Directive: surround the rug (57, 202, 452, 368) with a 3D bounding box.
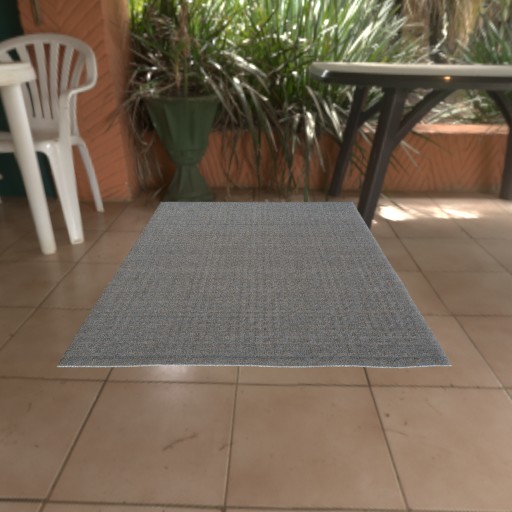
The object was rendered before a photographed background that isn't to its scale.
[{"bbox_3d":[0.000,0.000,4.165,2.443,0.007,3.200,0,25,0],"label":"rug"}]
